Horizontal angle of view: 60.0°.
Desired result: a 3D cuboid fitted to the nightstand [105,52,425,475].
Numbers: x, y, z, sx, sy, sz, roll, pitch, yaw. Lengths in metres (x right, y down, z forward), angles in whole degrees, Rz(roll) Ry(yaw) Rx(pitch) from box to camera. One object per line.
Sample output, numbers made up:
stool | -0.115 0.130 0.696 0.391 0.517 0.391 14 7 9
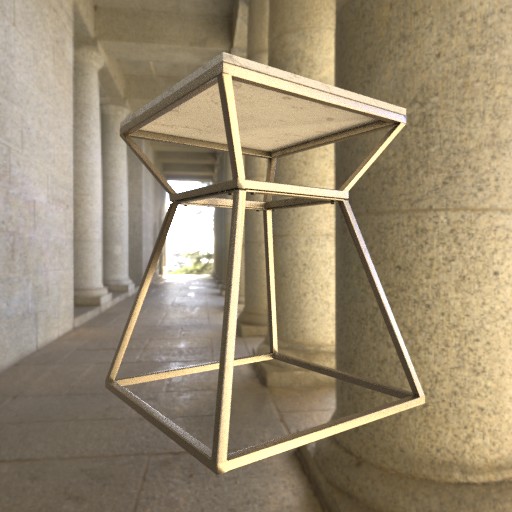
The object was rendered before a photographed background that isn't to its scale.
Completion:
nightstand | 0.000 0.000 0.879 0.455 0.554 0.455 0 1 -36
